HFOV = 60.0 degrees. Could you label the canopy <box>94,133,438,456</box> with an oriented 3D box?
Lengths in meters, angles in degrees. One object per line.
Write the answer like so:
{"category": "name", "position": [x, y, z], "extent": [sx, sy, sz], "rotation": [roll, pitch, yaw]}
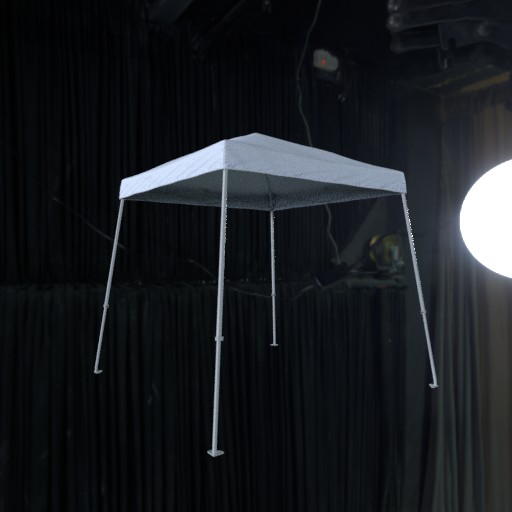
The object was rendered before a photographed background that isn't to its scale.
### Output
{"category": "canopy", "position": [0.000, 0.000, 6.499], "extent": [3.599, 3.600, 3.600], "rotation": [0, 0, -36]}
